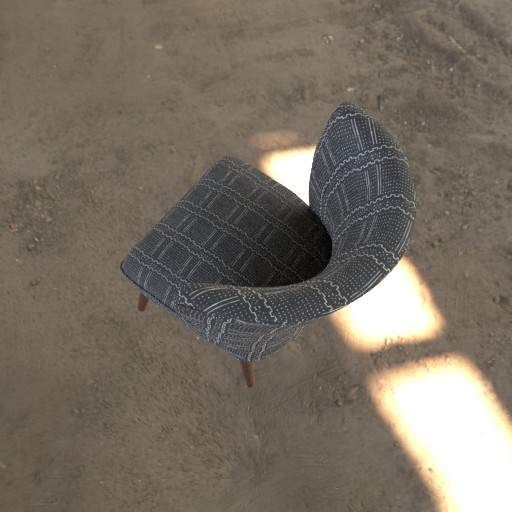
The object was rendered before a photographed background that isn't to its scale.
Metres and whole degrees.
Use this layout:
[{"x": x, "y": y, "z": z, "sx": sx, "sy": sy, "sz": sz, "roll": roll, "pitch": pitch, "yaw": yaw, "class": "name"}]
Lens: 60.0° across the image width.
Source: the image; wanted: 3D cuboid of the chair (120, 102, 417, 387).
[{"x": 0.000, "y": 0.000, "z": 1.411, "sx": 0.758, "sy": 0.866, "sz": 0.710, "roll": 33, "pitch": 67, "yaw": 15, "class": "chair"}]
